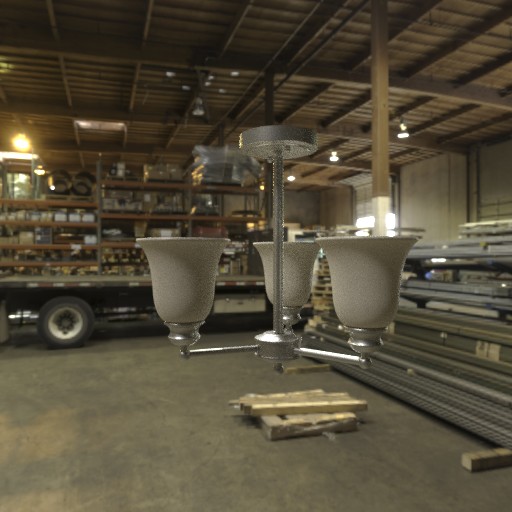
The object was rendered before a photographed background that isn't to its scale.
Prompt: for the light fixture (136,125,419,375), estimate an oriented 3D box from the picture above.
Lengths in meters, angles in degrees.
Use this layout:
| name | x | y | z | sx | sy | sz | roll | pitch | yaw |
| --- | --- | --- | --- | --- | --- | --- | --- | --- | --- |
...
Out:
| name | x | y | z | sx | sy | sz | roll | pitch | yaw |
| --- | --- | --- | --- | --- | --- | --- | --- | --- | --- |
| light fixture | 0.000 | 0.000 | 0.675 | 0.354 | 0.370 | 0.388 | 0 | 0 | -20 |
